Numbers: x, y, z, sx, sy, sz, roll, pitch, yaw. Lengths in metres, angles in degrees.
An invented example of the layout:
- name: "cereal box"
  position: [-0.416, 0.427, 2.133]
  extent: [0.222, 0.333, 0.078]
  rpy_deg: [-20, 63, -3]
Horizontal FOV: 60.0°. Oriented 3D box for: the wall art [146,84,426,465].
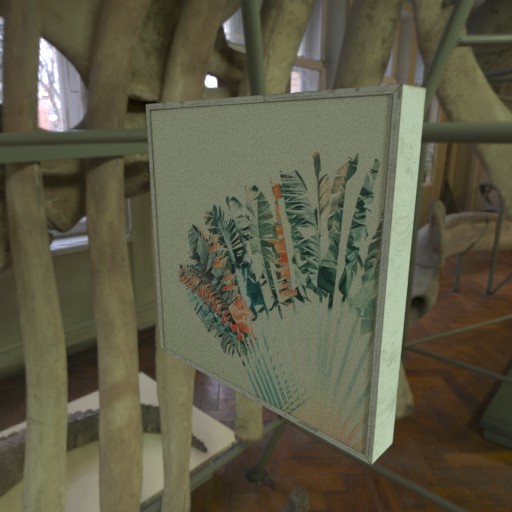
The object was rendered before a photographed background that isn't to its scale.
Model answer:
- name: "wall art"
  position: [0.000, 0.000, 0.450]
  extent: [0.305, 0.303, 0.038]
  rpy_deg: [14, 21, 41]
